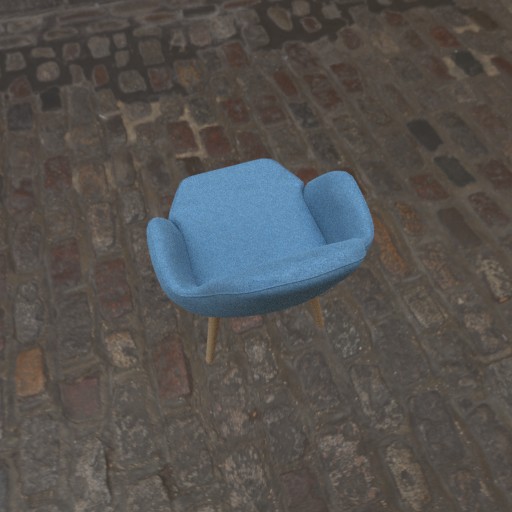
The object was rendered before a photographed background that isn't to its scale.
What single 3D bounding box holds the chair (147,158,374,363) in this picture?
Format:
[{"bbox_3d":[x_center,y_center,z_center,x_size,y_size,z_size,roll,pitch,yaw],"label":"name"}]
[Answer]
[{"bbox_3d":[0.000,0.000,1.374,0.589,0.920,0.666,-16,61,-9],"label":"chair"}]
